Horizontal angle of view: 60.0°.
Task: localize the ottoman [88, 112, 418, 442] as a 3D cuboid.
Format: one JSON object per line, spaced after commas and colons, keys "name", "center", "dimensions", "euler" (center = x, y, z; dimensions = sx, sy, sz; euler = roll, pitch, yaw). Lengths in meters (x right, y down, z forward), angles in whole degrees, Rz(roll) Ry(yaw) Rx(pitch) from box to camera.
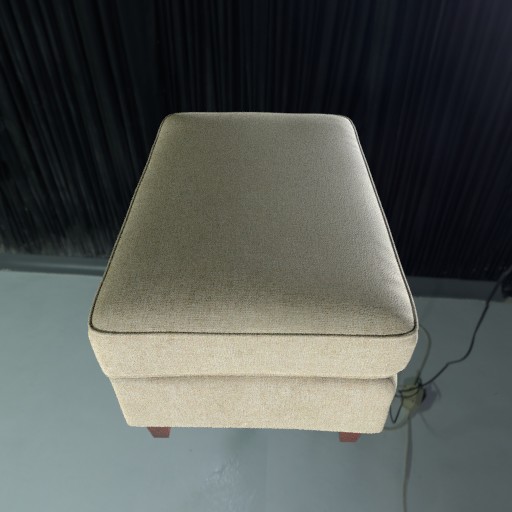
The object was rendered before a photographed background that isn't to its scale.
{"name": "ottoman", "center": [0.000, 0.000, 1.181], "dimensions": [0.583, 0.484, 0.862], "euler": [0, 42, 1]}
